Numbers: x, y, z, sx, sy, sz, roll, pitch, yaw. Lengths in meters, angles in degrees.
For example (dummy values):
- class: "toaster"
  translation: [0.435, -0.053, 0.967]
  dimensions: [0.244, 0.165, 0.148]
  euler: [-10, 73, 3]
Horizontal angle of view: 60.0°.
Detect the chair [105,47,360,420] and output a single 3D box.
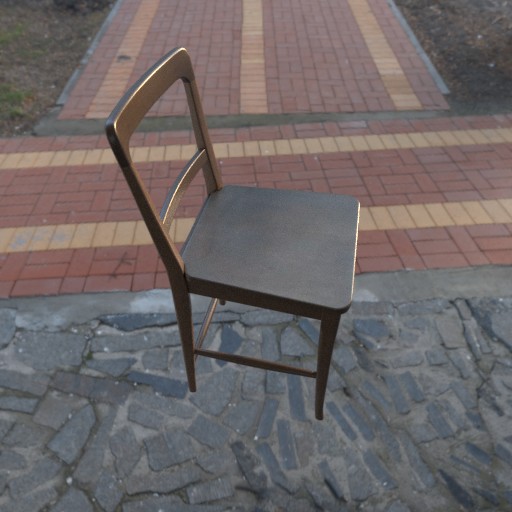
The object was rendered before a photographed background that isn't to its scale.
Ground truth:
- class: "chair"
  translation: [0.000, 0.000, 1.282]
  dimensions: [0.546, 0.991, 0.450]
  euler: [9, 45, 9]
